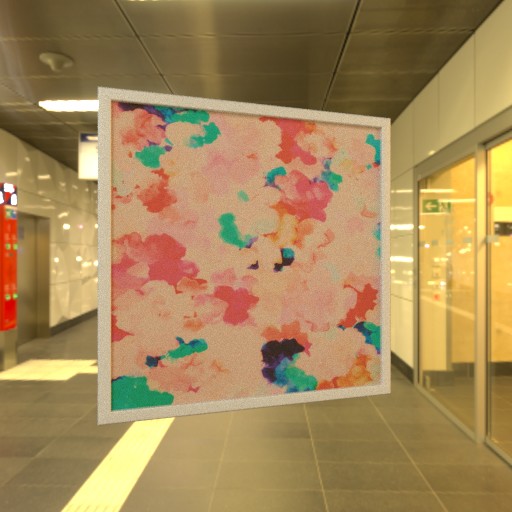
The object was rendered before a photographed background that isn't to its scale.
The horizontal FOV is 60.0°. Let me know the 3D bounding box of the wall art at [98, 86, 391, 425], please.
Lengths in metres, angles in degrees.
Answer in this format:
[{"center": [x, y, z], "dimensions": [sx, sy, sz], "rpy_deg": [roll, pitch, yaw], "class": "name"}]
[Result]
[{"center": [0.000, 0.000, 0.755], "dimensions": [0.506, 0.505, 0.038], "rpy_deg": [0, 0, -18], "class": "wall art"}]
